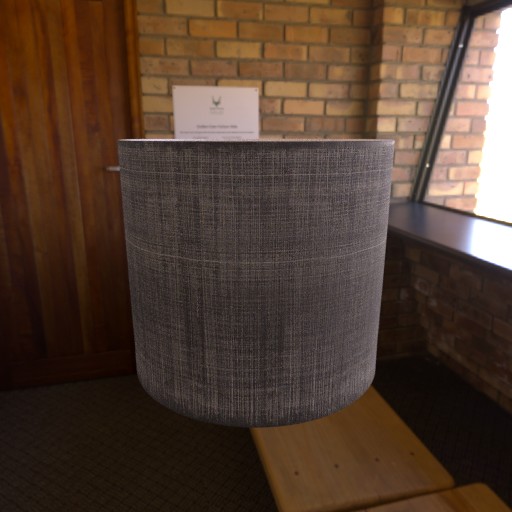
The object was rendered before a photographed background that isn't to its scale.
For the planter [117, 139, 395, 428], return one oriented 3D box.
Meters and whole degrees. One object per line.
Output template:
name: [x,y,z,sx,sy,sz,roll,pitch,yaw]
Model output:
planter: [0.000,0.000,0.395,0.221,0.201,0.221,0,15,0]
